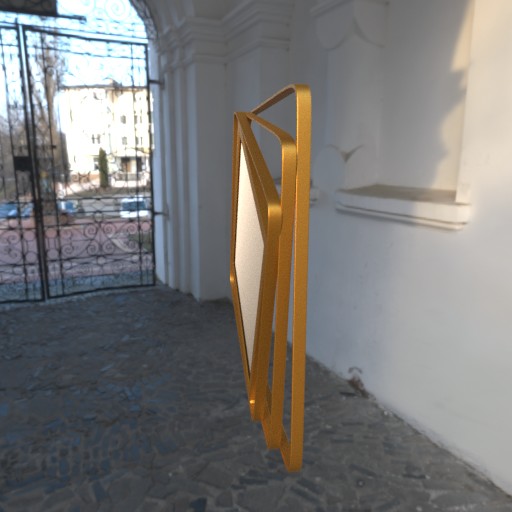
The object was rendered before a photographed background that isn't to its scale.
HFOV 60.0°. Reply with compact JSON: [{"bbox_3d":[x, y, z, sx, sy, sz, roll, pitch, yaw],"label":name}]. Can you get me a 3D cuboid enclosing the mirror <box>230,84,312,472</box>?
[{"bbox_3d":[0.000,0.000,0.709,0.045,0.468,0.470,-2,13,-8],"label":"mirror"}]
